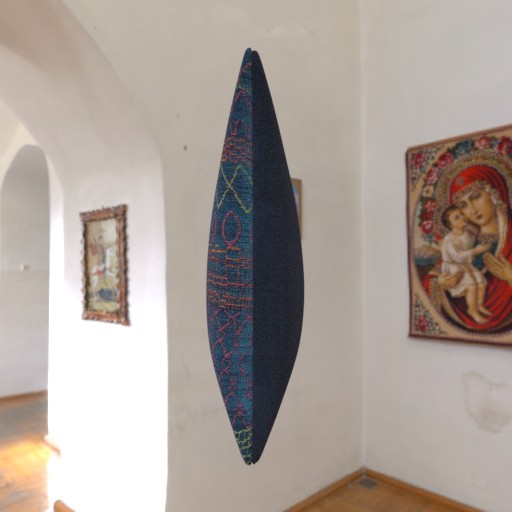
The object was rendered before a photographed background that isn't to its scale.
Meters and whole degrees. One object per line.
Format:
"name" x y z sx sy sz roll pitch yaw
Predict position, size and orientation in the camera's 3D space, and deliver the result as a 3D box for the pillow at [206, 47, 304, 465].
"pillow" 0.000 0.000 0.657 0.141 0.431 0.431 0 -1 1
